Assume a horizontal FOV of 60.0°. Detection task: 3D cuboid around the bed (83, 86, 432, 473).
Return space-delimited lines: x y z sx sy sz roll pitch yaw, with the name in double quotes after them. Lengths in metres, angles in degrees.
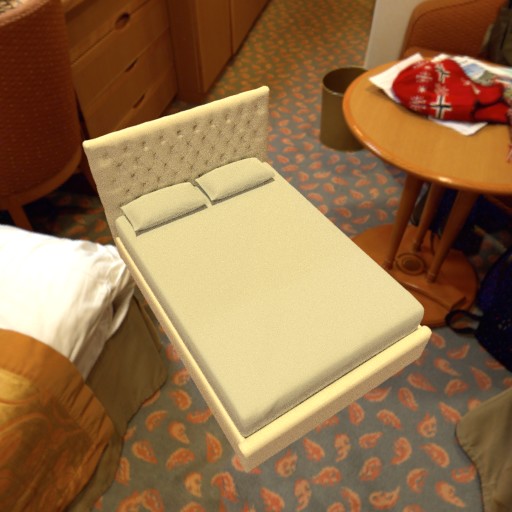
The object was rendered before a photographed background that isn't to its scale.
0.000 0.000 3.537 1.698 1.427 2.387 -25 52 -21 "bed"
